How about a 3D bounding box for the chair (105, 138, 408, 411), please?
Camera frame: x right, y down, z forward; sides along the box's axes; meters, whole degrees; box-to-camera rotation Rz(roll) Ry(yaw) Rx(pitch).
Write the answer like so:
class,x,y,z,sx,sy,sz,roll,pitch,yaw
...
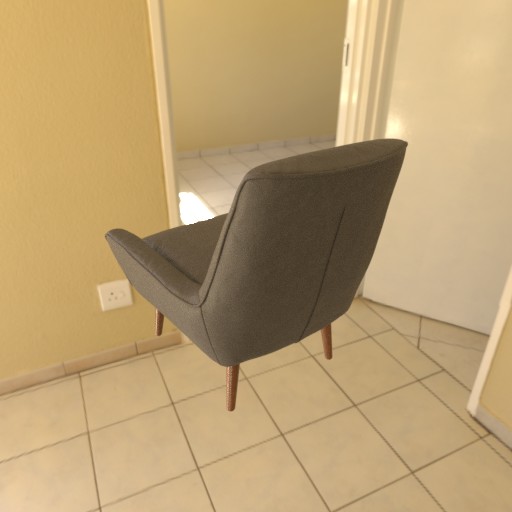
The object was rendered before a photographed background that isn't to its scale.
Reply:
class,x,y,z,sx,sy,sz,roll,pitch,yaw
chair,0.000,0.000,1.512,0.787,0.888,0.822,-19,34,-30
